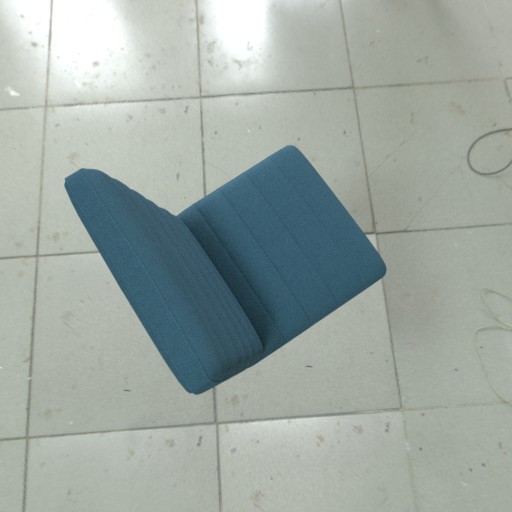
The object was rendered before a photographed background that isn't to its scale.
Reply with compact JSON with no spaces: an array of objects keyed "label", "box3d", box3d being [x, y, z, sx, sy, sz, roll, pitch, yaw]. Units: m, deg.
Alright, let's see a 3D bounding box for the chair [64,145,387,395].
[{"label":"chair","box3d":[0.000,0.000,1.317,0.634,0.930,0.520,-33,78,-8]}]
